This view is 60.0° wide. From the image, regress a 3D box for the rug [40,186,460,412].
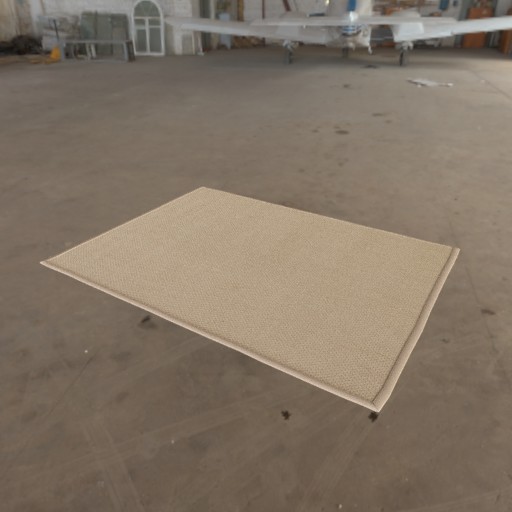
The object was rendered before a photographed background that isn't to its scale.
[{"bbox_3d":[0.000,0.000,2.696,2.081,0.020,1.525,17,34,28],"label":"rug"}]
